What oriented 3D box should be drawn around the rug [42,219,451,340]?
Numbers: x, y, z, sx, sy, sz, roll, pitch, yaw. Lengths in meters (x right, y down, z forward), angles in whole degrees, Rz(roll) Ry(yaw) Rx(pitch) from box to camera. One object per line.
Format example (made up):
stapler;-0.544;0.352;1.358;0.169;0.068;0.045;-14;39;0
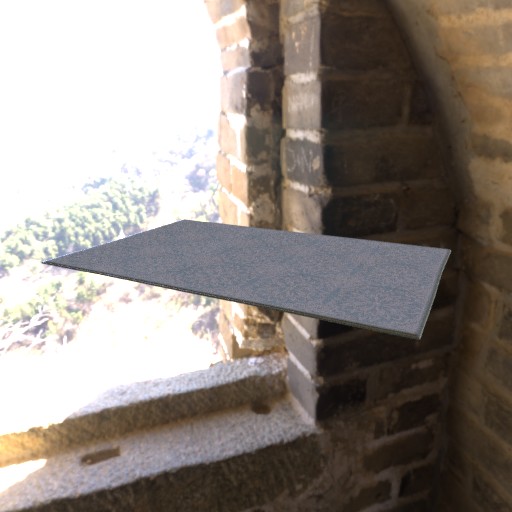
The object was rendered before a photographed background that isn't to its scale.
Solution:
rug;0.000;0.000;3.549;2.746;0.018;1.819;8;18;26
